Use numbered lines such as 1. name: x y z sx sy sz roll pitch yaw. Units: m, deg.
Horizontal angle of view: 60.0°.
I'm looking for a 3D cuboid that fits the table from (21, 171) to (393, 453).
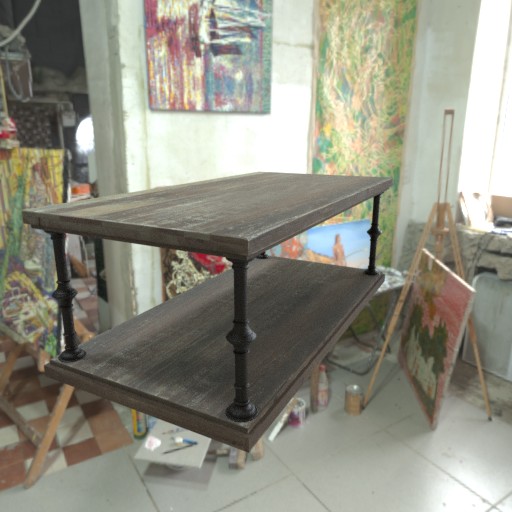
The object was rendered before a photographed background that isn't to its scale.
1. table: 0.000 0.000 1.336 0.554 0.399 1.088 8 18 27
